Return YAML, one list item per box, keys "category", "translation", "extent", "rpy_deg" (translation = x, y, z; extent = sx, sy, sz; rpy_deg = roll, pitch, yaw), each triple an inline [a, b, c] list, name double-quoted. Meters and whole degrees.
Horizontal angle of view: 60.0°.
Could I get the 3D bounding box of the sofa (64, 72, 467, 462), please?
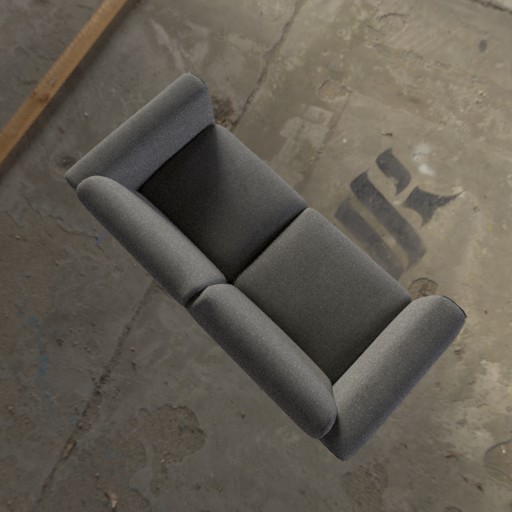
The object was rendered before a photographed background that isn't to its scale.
- category: "sofa"
  translation: [0.000, 0.000, 2.526]
  extent: [2.125, 0.703, 0.985]
  rpy_deg: [44, 79, 10]
